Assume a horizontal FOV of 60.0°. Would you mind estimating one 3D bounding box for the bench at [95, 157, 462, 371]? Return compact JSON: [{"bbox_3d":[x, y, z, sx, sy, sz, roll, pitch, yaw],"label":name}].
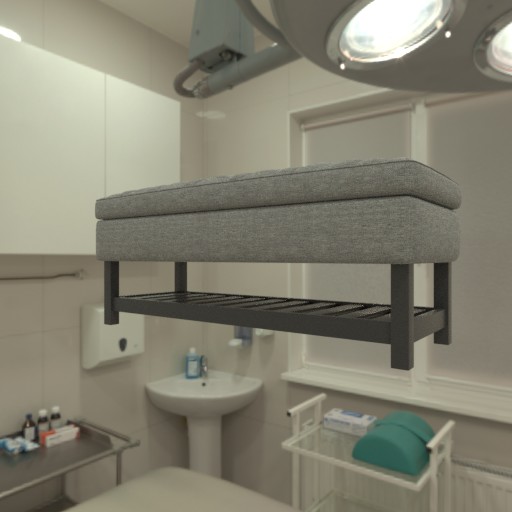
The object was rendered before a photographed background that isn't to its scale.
[{"bbox_3d":[0.000,0.000,1.357,1.100,0.470,0.429,0,0,37],"label":"bench"}]
